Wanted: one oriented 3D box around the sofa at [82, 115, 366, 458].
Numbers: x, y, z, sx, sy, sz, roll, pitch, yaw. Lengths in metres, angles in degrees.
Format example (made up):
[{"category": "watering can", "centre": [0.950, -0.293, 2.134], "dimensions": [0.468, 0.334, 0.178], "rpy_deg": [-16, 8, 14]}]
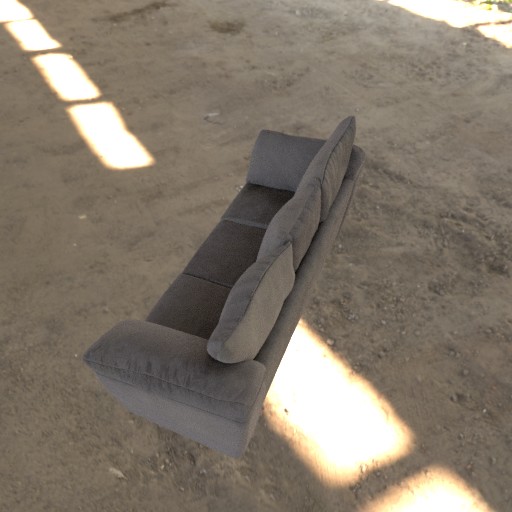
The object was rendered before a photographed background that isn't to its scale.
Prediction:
[{"category": "sofa", "centre": [0.000, 0.000, 2.893], "dimensions": [0.878, 1.073, 2.336], "rpy_deg": [17, 47, 16]}]
